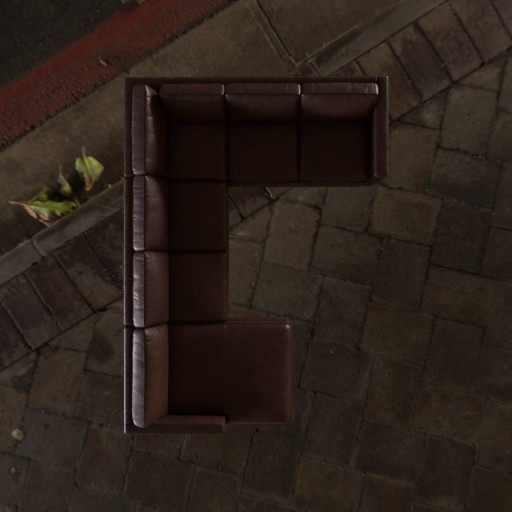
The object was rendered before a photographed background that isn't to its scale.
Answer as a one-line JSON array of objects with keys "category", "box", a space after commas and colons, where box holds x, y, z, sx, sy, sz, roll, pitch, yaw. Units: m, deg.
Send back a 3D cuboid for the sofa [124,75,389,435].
[{"category": "sofa", "box": [0.000, 0.000, 4.387, 2.452, 0.891, 3.324, 0, 90, 1]}]
